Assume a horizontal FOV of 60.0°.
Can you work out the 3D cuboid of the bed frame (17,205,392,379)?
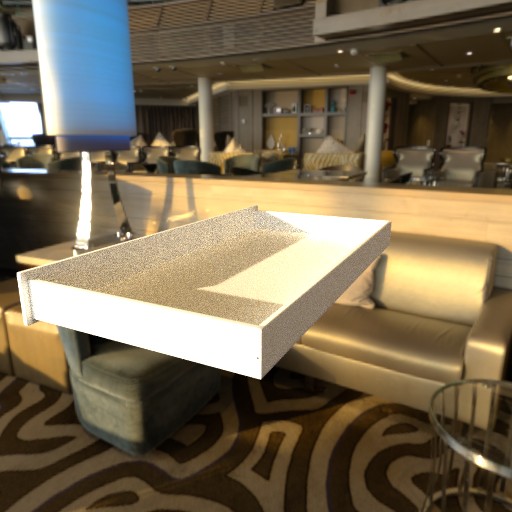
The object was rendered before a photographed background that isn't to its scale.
[{"bbox_3d":[0.000,0.000,1.529,0.670,0.141,1.300,7,17,26],"label":"bed frame"}]
